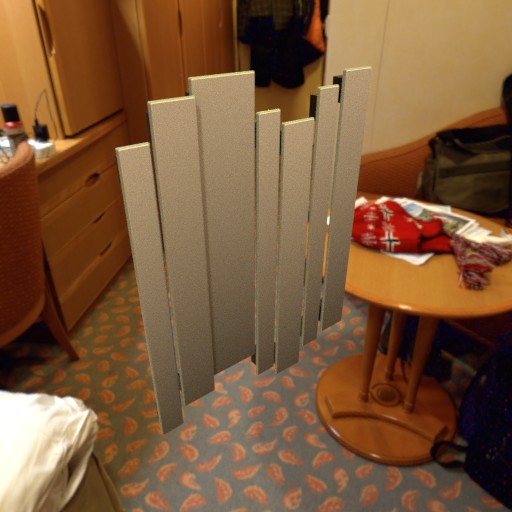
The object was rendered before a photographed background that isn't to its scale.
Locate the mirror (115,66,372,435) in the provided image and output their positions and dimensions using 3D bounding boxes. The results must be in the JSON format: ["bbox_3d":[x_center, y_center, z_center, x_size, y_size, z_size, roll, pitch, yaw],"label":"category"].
[{"bbox_3d":[0.000,0.000,0.786,0.445,0.611,0.058,-21,36,-32],"label":"mirror"}]
